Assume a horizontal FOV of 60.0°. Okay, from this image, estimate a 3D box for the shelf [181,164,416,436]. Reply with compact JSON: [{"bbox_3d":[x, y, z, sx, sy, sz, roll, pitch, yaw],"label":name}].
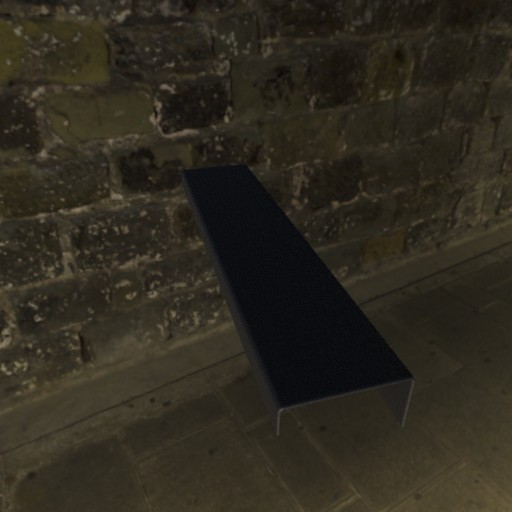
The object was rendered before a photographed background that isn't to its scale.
[{"bbox_3d":[0.000,0.000,0.494,0.102,0.053,0.456,-8,32,-14],"label":"shelf"}]
